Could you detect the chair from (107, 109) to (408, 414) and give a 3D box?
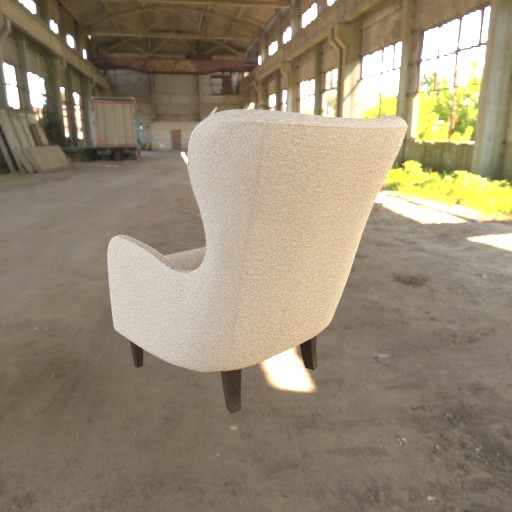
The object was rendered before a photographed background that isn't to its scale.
[{"bbox_3d":[0.000,0.000,1.762,0.861,1.064,0.984,-14,21,-41],"label":"chair"}]
